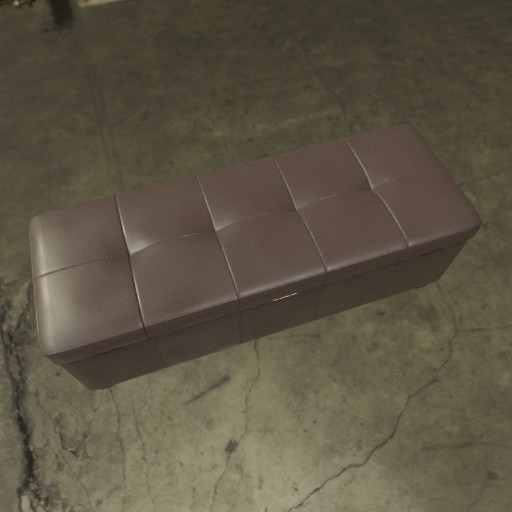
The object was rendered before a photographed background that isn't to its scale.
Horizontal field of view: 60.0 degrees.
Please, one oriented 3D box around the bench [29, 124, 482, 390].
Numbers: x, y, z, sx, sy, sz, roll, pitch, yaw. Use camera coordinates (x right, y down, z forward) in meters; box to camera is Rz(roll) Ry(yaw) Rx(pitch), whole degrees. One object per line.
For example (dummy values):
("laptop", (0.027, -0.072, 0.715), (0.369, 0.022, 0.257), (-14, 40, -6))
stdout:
("bench", (0.000, 0.000, 1.402), (1.219, 0.417, 0.450), (-16, 60, -10))
